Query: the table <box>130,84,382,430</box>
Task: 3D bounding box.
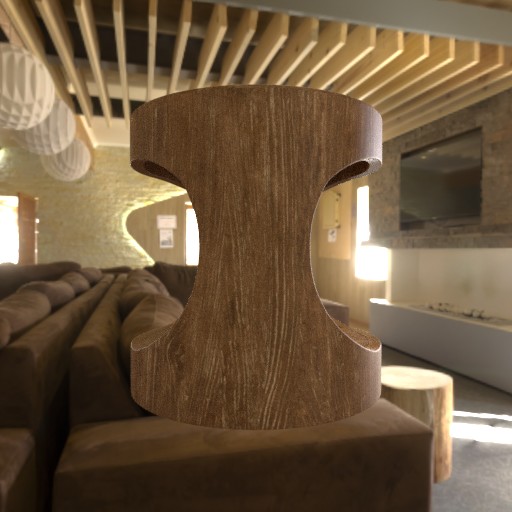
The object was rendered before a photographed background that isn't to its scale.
[{"bbox_3d":[0.000,0.000,0.967,0.527,0.551,0.527,0,1,0],"label":"table"}]
